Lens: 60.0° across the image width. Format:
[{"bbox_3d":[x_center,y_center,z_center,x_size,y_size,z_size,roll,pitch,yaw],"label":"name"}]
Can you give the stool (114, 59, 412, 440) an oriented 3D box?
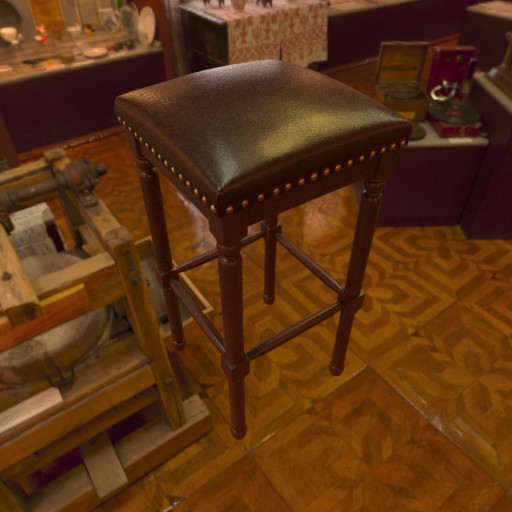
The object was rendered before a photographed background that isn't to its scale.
[{"bbox_3d":[0.000,0.000,0.990,0.382,0.768,0.383,-24,47,-25],"label":"stool"}]
